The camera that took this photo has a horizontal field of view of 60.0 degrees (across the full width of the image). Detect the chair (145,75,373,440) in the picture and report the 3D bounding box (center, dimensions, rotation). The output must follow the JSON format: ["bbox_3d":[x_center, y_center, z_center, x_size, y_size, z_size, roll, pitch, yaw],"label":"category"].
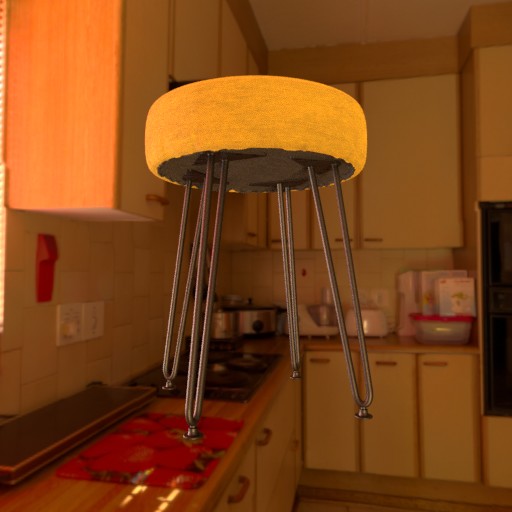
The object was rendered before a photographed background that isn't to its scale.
[{"bbox_3d":[0.000,0.000,0.704,0.345,0.455,0.345,1,-2,-18],"label":"chair"}]
